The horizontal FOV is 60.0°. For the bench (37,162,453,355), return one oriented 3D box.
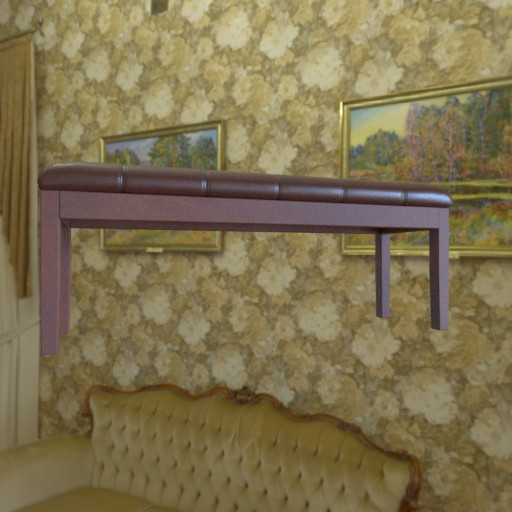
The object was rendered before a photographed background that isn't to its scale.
[{"bbox_3d":[0.000,0.000,1.451,1.259,0.491,0.401,0,0,-19],"label":"bench"}]
